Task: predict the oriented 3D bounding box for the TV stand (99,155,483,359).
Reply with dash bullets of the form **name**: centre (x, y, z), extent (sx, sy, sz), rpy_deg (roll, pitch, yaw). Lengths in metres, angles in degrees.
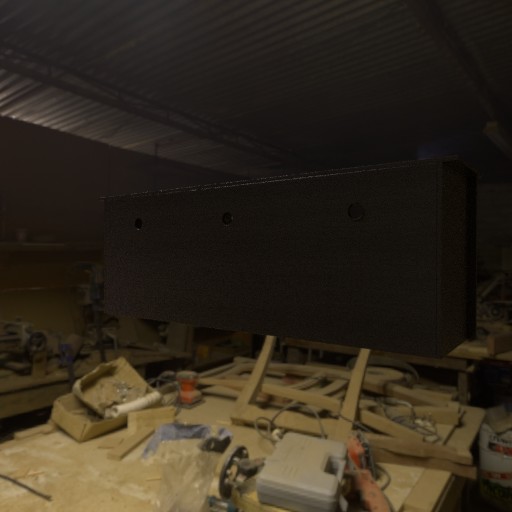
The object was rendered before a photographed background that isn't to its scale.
- **TV stand**: centre (0.000, 0.000, 2.000), extent (1.778, 0.610, 0.406), rpy_deg (0, 1, 36)
